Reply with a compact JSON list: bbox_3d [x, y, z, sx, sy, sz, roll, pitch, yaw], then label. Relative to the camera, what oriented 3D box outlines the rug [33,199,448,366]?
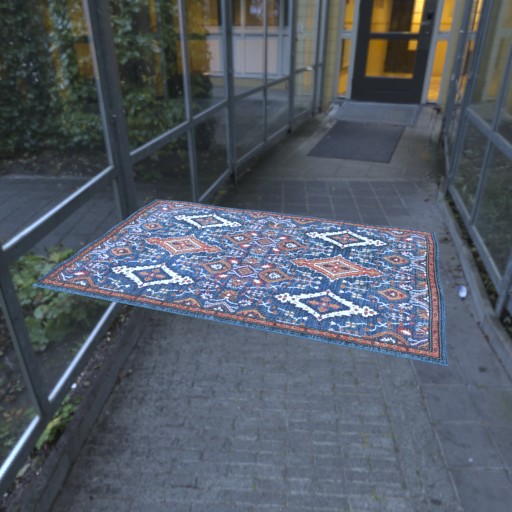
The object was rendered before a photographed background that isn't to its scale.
[{"bbox_3d":[0.000,0.000,2.343,1.847,0.014,1.195,8,29,15],"label":"rug"}]
